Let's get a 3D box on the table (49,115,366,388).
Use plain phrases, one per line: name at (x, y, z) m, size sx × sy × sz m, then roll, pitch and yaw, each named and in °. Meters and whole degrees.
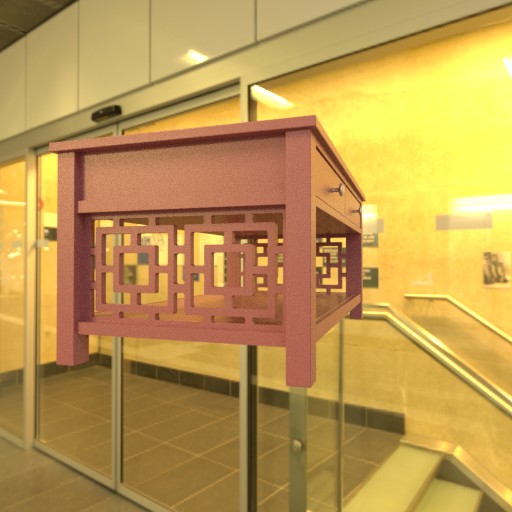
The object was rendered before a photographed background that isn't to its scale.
table at (0.000, 0.000, 1.391) m, size 0.612 × 0.493 × 1.068 m, roll 0°, pitch -1°, yaw 19°
